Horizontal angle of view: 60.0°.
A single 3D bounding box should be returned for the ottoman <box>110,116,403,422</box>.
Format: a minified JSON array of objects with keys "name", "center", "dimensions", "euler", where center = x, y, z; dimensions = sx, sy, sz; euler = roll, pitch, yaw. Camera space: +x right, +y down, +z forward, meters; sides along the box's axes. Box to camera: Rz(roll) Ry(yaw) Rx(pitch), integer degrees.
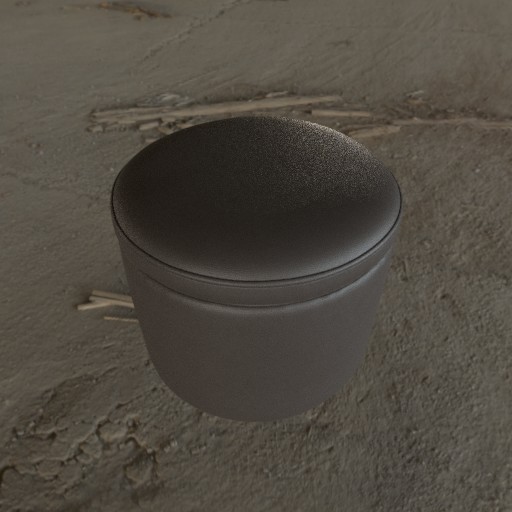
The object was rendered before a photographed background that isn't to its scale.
[{"name":"ottoman","center":[0.000,0.000,0.880],"dimensions":[0.500,0.409,0.500],"euler":[0,42,0]}]
